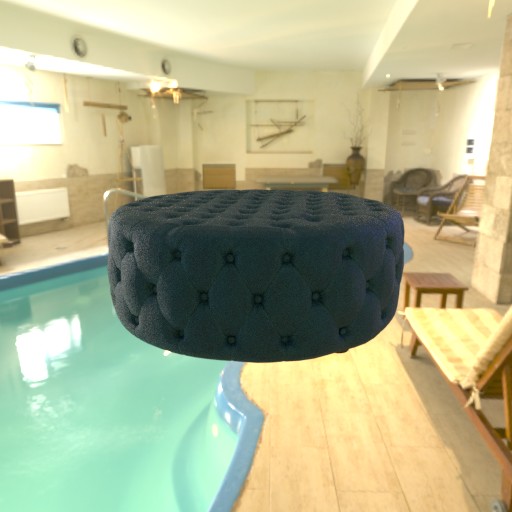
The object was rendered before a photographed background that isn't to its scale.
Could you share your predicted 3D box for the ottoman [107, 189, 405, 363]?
[{"bbox_3d":[0.000,0.000,1.569,0.998,0.398,0.998,0,15,0],"label":"ottoman"}]
